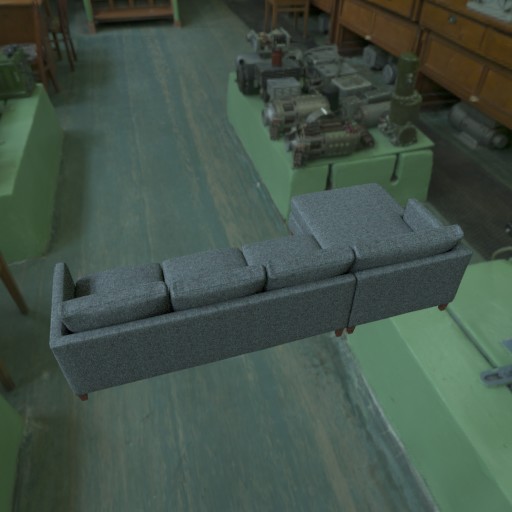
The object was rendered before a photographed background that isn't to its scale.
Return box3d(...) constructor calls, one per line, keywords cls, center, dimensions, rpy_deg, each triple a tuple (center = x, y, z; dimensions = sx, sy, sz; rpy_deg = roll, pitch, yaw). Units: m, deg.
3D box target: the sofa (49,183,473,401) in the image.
box3d(cls="sofa", center=(0.000, 0.000, 4.177), dimensions=(3.485, 0.960, 1.635), rpy_deg=(-11, 42, -13))
